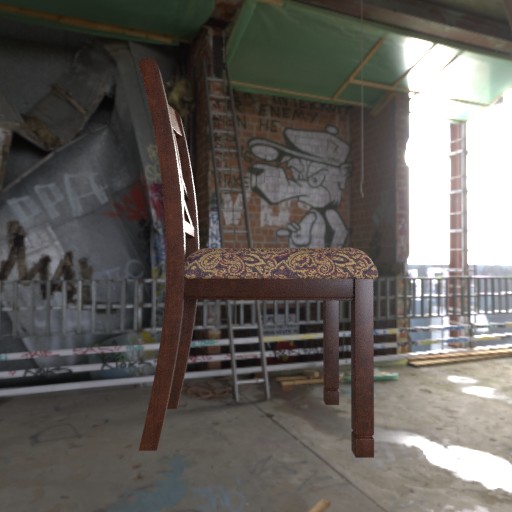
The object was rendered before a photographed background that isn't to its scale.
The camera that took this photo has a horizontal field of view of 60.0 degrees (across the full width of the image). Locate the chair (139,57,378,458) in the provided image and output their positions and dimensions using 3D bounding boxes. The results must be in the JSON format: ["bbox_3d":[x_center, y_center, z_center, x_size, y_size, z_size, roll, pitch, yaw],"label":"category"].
[{"bbox_3d":[0.000,0.000,1.275,0.584,0.965,0.457,0,-1,-1],"label":"chair"}]
